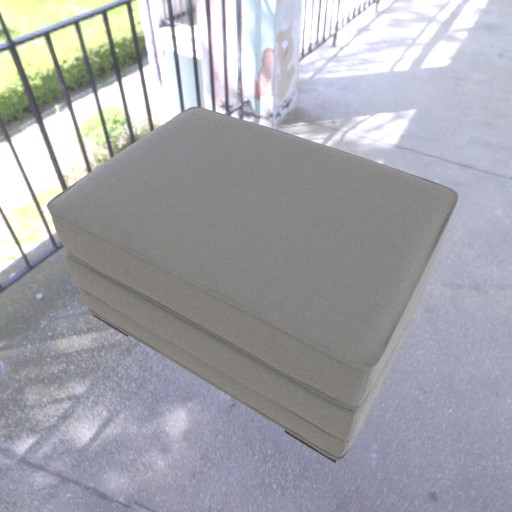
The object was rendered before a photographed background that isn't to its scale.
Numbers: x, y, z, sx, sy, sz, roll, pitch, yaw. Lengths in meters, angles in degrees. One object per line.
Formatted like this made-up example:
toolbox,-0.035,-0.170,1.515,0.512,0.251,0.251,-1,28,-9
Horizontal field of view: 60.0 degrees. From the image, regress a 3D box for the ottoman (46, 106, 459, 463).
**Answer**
ottoman,0.000,0.000,1.193,0.848,0.482,0.611,24,51,22
